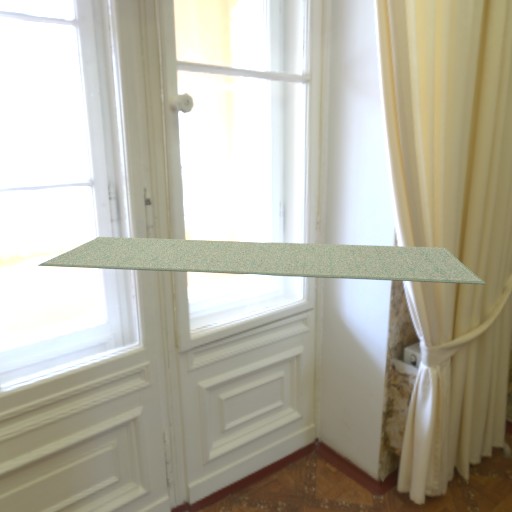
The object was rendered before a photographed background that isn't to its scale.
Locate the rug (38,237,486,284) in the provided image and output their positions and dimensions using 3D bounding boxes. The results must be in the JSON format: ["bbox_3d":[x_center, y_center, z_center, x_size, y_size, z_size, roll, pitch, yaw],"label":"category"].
[{"bbox_3d":[0.000,0.000,2.469,2.196,0.011,0.662,2,15,8],"label":"rug"}]
